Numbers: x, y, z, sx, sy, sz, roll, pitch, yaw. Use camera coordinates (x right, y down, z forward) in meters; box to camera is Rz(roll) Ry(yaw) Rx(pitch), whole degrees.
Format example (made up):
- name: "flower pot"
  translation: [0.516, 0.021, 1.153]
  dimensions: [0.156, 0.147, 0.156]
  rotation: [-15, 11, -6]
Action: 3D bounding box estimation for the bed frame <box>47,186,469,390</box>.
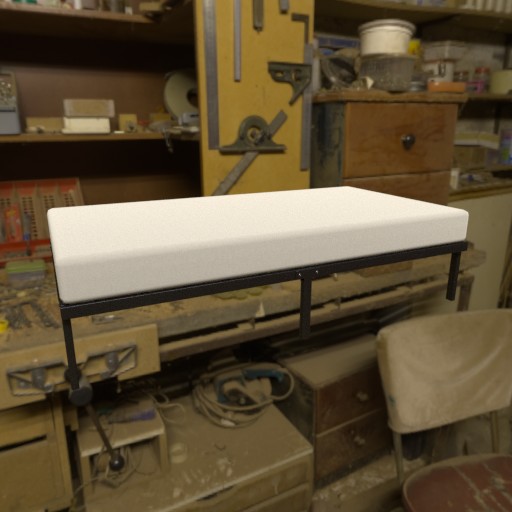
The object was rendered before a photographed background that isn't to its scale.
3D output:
- name: "bed frame"
  translation: [0.000, 0.000, 3.169]
  dimensions: [2.635, 0.680, 1.393]
  rotation: [-8, 19, -25]
